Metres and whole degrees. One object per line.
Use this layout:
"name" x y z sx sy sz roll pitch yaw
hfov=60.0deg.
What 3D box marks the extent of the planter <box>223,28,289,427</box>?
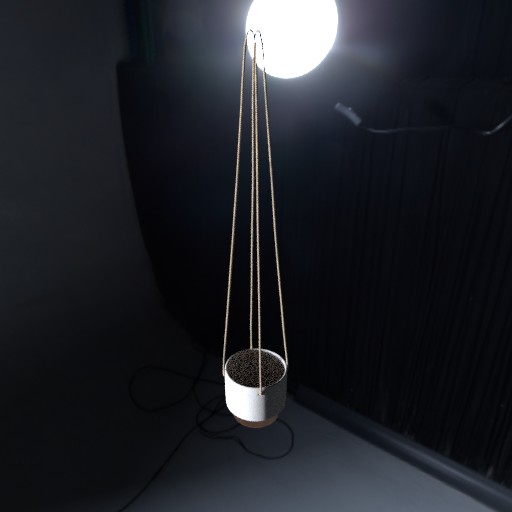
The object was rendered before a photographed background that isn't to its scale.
"planter" 0.000 0.000 0.919 0.146 0.841 0.146 18 30 33
